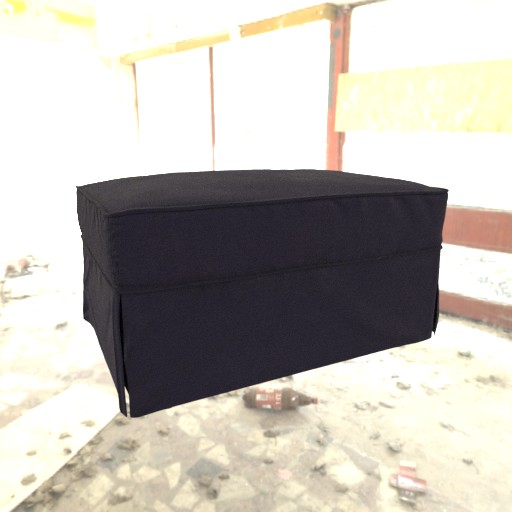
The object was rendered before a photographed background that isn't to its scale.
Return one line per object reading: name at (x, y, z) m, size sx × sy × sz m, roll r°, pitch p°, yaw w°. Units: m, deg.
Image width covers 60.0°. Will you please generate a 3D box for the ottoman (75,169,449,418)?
ottoman at (0.000, 0.000, 1.314) m, size 0.938 × 0.503 × 0.637 m, roll -7°, pitch 16°, yaw -26°
